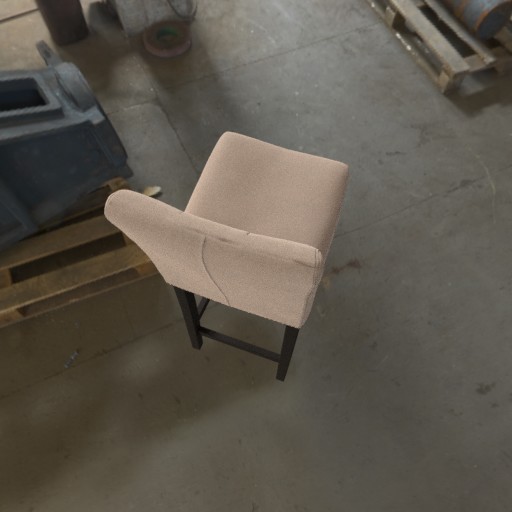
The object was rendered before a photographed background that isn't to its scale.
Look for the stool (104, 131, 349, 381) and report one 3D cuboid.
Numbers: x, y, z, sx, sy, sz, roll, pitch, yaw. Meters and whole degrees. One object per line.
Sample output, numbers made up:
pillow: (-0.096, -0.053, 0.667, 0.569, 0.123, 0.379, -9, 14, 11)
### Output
stool: (0.000, 0.000, 1.323, 0.411, 1.047, 0.548, 18, 64, 9)
